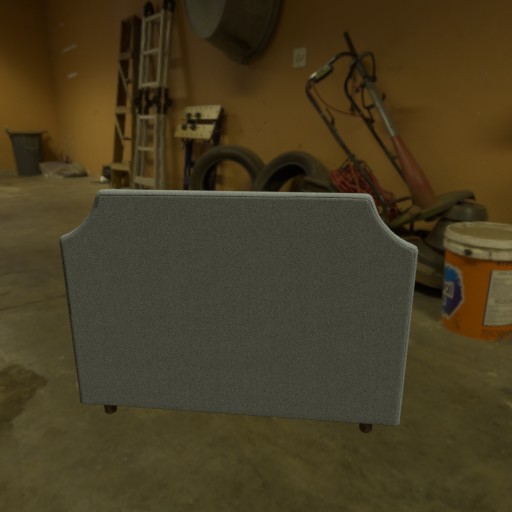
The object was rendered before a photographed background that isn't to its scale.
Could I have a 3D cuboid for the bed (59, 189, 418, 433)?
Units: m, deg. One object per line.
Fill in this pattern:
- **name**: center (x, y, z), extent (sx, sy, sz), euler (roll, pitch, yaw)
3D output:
- **bed**: center (0.000, 0.000, 3.357), extent (1.811, 1.296, 2.259), euler (2, 17, 6)
